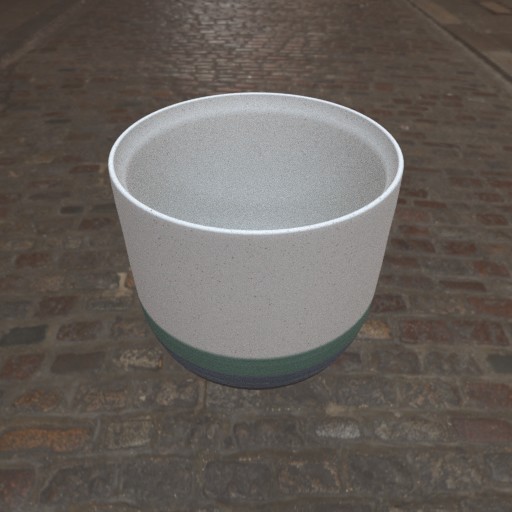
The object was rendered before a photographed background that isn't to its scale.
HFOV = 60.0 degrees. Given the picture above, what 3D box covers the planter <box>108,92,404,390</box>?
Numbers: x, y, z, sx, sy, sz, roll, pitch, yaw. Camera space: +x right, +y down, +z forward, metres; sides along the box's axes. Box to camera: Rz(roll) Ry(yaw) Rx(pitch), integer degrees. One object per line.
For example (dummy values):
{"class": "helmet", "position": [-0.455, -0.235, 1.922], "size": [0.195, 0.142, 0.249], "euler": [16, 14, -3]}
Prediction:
{"class": "planter", "position": [0.000, 0.000, 0.497], "size": [0.268, 0.270, 0.268], "euler": [0, 41, 0]}
